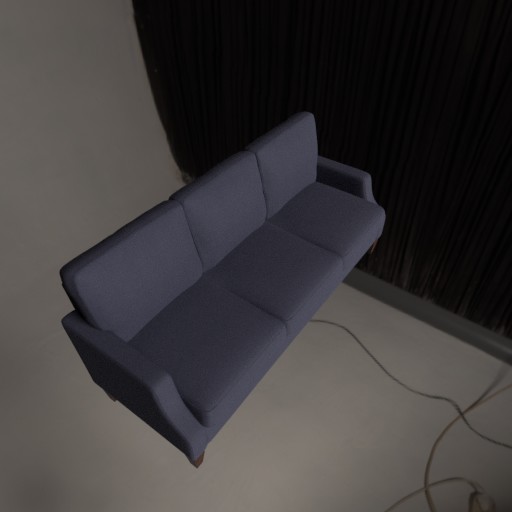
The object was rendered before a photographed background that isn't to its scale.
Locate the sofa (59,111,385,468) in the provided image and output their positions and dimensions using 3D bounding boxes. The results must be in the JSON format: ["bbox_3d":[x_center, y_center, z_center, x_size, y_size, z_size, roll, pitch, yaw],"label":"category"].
[{"bbox_3d":[0.000,0.000,2.680,0.888,0.984,2.115,26,48,26],"label":"sofa"}]
